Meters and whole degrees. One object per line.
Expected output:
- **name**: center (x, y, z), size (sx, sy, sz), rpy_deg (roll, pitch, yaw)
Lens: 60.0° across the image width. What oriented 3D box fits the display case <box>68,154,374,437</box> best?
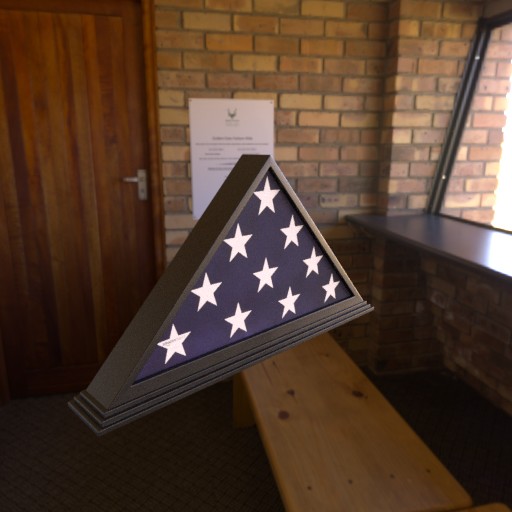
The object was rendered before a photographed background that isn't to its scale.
- **display case**: center (0.000, 0.000, 0.763), size (0.640, 0.340, 0.095), rpy_deg (-13, 19, -43)
